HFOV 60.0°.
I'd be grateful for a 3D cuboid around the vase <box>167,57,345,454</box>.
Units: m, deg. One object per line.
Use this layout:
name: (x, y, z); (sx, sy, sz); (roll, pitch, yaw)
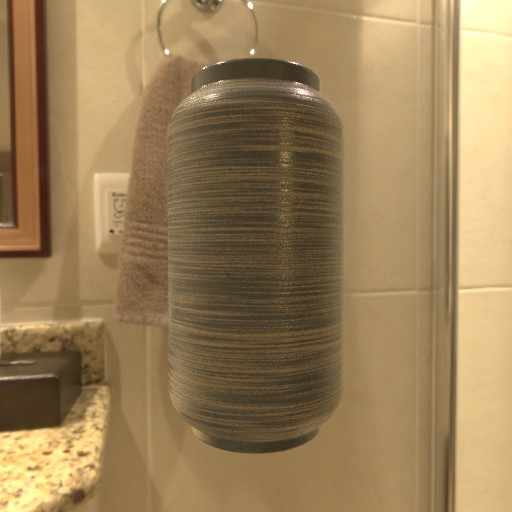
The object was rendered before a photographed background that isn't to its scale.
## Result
vase: (0.000, 0.000, 0.298); (0.116, 0.230, 0.116); (0, 2, 0)
